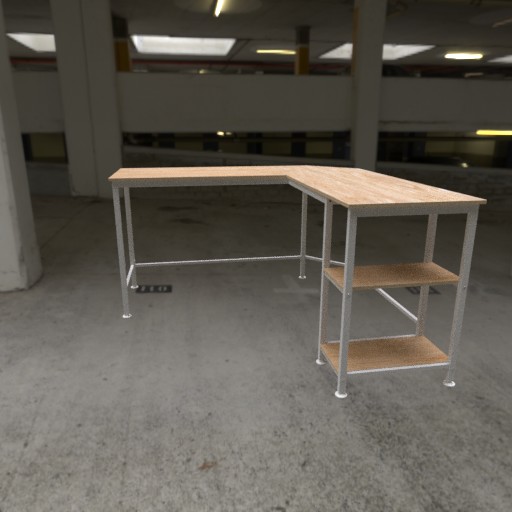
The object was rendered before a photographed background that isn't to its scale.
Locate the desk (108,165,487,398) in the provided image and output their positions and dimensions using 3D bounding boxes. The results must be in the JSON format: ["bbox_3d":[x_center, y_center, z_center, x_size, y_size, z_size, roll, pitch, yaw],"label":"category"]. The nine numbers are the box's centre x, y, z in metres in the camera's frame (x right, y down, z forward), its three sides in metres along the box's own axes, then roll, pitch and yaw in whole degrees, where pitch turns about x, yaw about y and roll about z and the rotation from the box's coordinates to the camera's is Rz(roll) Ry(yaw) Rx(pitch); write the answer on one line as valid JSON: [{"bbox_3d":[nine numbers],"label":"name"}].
[{"bbox_3d":[0.000,0.000,2.173,1.379,0.739,1.379,-3,17,-9],"label":"desk"}]
